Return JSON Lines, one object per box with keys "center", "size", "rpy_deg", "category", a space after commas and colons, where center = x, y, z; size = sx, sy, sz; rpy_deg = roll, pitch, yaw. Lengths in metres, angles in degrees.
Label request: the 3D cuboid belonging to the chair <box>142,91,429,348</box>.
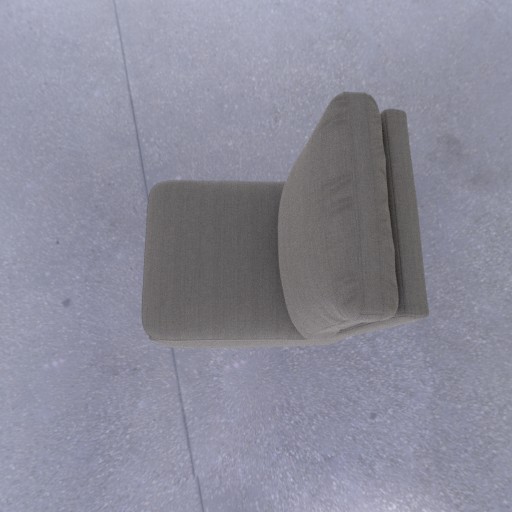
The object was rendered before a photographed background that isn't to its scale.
{"center": [0.000, 0.000, 1.320], "size": [0.698, 0.927, 0.503], "rpy_deg": [-1, 75, 0], "category": "chair"}
